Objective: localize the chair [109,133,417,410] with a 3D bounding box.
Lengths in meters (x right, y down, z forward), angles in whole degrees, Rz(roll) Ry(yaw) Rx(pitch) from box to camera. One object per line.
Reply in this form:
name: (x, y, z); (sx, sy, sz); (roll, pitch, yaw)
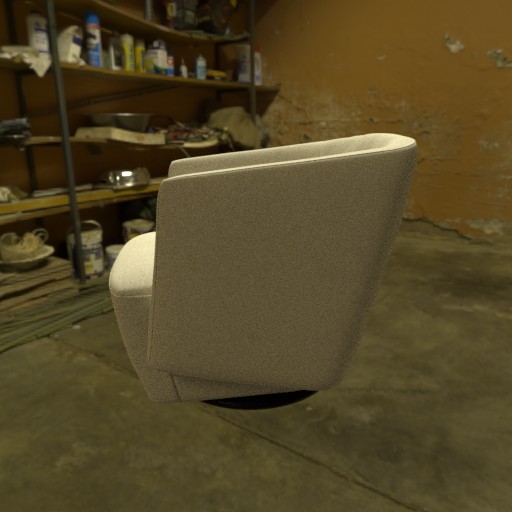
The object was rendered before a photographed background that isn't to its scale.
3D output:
chair: (0.000, 0.000, 1.616); (0.986, 0.861, 0.822); (-2, 16, -8)
